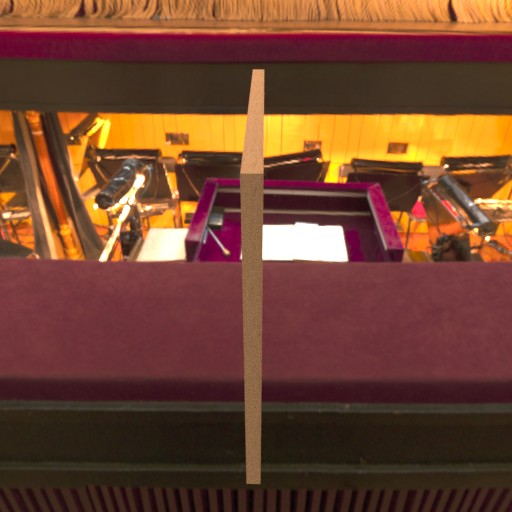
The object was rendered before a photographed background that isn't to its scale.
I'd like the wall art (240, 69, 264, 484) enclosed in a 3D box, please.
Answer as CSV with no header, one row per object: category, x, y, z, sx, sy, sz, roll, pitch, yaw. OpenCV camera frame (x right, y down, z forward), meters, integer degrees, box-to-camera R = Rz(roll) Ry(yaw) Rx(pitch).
wall art,0.000,0.000,1.517,0.045,1.016,1.016,1,33,1
